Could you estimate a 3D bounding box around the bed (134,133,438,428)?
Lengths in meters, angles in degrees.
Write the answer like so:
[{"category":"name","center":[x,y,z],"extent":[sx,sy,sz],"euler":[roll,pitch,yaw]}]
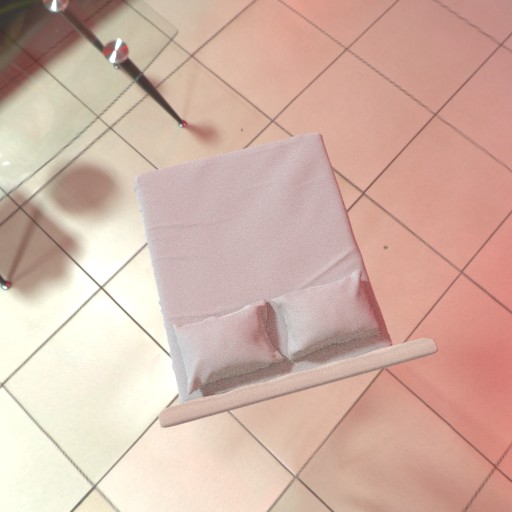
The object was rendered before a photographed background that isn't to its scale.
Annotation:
[{"category":"bed","center":[0.000,0.000,3.485],"extent":[1.936,1.577,2.222],"euler":[-14,75,-4]}]
